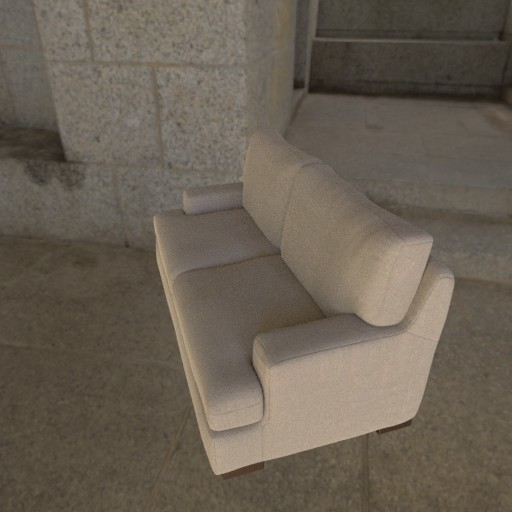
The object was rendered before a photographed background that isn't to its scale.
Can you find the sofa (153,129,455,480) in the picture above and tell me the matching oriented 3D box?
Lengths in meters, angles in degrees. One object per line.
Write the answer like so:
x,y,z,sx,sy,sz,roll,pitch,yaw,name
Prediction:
0.000,0.000,2.402,0.962,0.980,1.855,-9,31,-15,sofa
